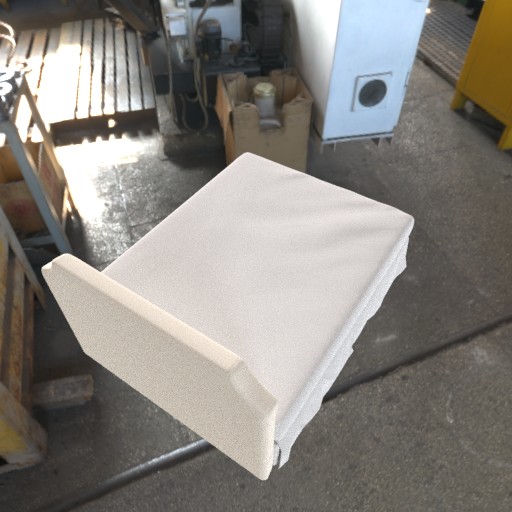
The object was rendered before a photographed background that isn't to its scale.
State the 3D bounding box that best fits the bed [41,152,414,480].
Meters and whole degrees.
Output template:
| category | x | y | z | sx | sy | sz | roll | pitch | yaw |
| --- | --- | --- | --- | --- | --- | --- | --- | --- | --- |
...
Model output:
| category | x | y | z | sx | sy | sz | roll | pitch | yaw |
| --- | --- | --- | --- | --- | --- | --- | --- | --- | --- |
| bed | 0.000 | 0.000 | 3.621 | 1.977 | 1.293 | 2.498 | 26 | 52 | 22 |
